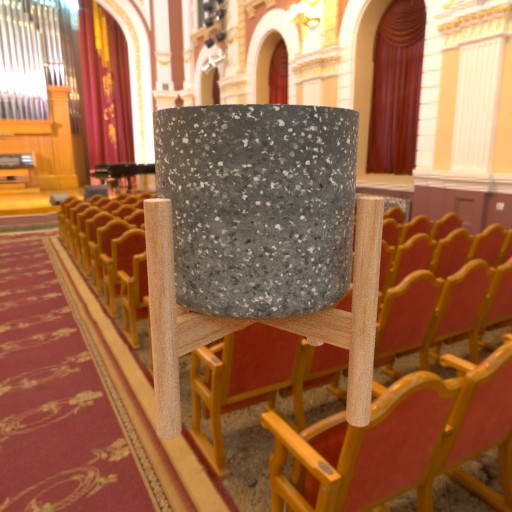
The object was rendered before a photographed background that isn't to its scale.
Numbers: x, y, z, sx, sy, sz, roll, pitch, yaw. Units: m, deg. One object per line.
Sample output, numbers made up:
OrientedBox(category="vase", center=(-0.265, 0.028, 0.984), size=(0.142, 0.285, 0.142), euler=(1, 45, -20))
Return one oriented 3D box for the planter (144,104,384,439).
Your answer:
OrientedBox(category="planter", center=(0.000, 0.000, 0.525), size=(0.284, 0.320, 0.284), euler=(-7, 15, -27))
